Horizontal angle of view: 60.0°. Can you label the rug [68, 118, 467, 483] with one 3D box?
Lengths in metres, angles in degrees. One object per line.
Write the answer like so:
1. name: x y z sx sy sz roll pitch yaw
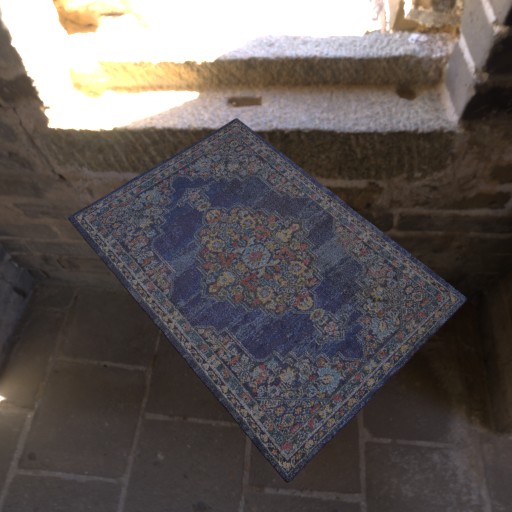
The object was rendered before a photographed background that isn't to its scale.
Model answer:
1. rug: 0.000 0.000 3.856 2.053 0.011 2.940 -37 65 -21
